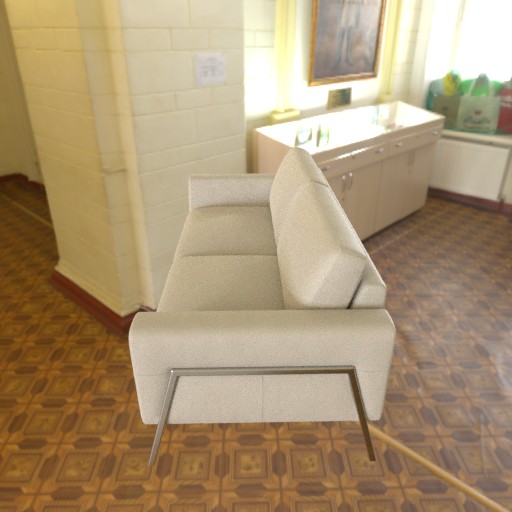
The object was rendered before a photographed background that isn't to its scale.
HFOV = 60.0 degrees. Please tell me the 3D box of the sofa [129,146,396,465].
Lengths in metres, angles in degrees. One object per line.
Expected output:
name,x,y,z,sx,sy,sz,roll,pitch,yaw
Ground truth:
sofa,0.000,0.000,2.504,0.953,0.875,2.017,-1,26,-1
